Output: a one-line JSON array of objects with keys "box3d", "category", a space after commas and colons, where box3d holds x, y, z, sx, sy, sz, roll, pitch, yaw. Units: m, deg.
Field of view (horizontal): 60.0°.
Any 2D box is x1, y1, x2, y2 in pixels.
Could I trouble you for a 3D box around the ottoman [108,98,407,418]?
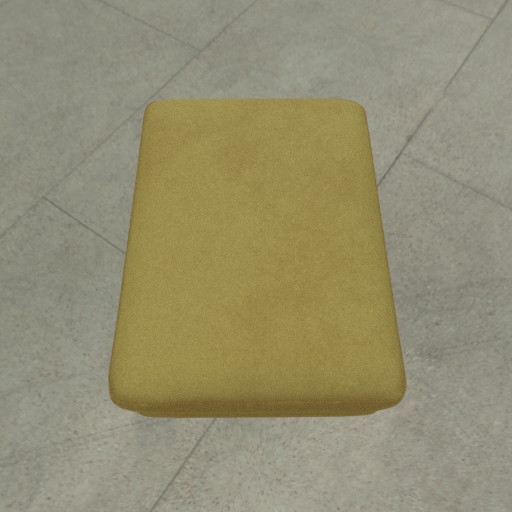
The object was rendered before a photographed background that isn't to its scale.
[{"box3d": [0.000, 0.000, 1.168, 0.608, 0.449, 0.811, 0, 64, 0], "category": "ottoman"}]
